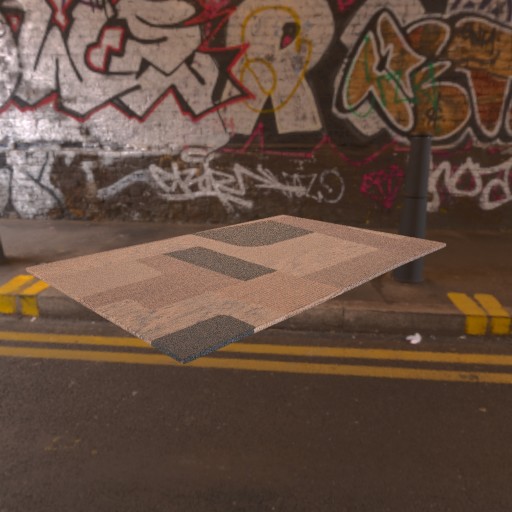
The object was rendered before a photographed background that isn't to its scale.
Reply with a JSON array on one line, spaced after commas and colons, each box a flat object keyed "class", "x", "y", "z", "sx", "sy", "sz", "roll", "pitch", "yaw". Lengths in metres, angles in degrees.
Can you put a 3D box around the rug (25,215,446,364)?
[{"class": "rug", "x": 0.000, "y": 0.000, "z": 2.303, "sx": 1.238, "sy": 0.020, "sz": 1.847, "roll": 15, "pitch": 22, "yaw": 42}]
